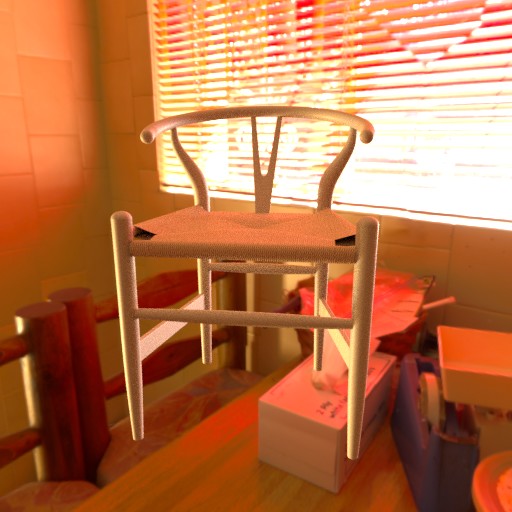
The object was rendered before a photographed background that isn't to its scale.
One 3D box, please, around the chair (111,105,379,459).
[{"bbox_3d":[0.000,0.000,1.089,0.533,0.736,0.500,2,15,7],"label":"chair"}]
